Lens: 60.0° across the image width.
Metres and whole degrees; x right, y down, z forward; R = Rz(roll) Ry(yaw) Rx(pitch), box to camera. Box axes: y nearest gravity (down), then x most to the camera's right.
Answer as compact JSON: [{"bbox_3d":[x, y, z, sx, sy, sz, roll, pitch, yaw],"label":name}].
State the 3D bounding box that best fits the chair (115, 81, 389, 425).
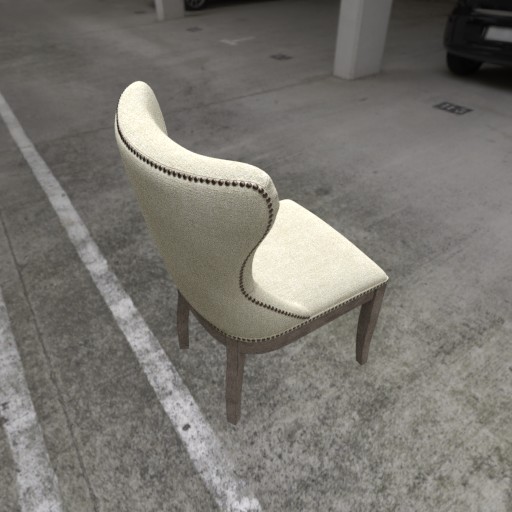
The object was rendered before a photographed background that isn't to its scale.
[{"bbox_3d":[0.000,0.000,1.412,0.681,1.002,0.654,-23,45,-25],"label":"chair"}]
